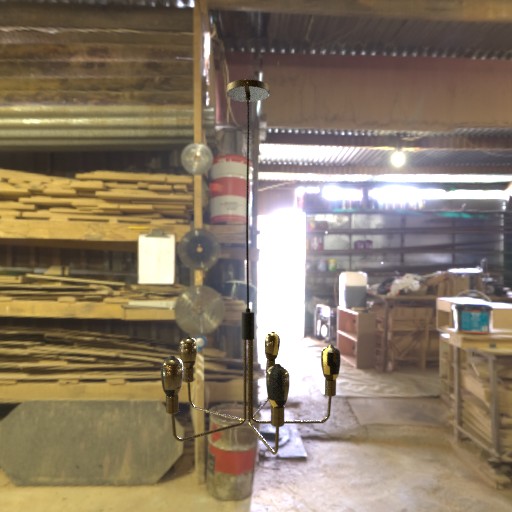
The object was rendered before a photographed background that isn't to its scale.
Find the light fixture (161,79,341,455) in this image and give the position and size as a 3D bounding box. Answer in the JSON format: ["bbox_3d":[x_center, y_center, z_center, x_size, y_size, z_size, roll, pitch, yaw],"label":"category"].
[{"bbox_3d":[0.000,0.000,1.411,0.532,1.059,0.588,0,0,0],"label":"light fixture"}]
